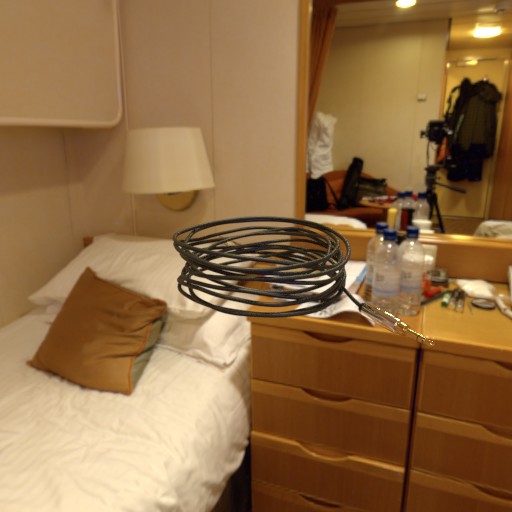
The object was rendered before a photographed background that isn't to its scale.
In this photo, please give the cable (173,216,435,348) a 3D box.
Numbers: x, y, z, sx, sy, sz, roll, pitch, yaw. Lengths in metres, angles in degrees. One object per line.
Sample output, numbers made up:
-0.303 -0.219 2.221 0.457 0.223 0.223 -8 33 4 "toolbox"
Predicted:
0.000 0.000 0.509 0.198 0.069 0.432 -7 17 -24 "cable"
